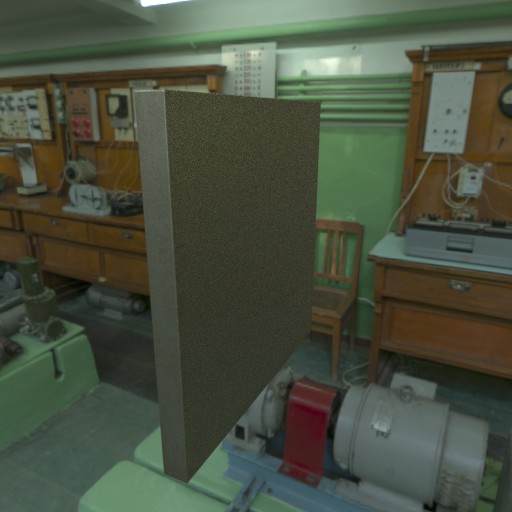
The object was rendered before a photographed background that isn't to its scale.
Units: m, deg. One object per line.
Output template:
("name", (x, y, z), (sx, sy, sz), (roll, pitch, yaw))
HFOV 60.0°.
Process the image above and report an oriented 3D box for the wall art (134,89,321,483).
("wall art", (0.000, 0.000, 0.753), (0.040, 0.506, 0.503), (9, 19, 25))
